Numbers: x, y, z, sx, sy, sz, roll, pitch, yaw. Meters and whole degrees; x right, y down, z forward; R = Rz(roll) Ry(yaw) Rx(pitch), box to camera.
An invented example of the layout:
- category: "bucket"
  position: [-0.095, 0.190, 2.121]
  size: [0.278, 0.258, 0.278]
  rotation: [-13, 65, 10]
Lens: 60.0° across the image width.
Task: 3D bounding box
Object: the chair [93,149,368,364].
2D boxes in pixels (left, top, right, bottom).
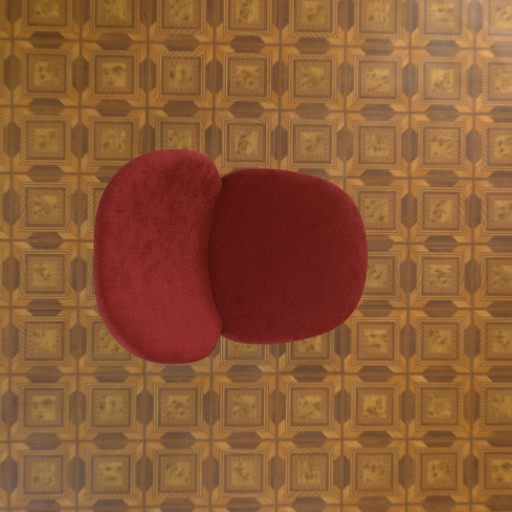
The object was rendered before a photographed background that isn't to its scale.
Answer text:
- category: "chair"
  position: [0.000, 0.000, 1.158]
  size: [0.587, 0.791, 0.458]
  rotation: [0, 90, -2]
